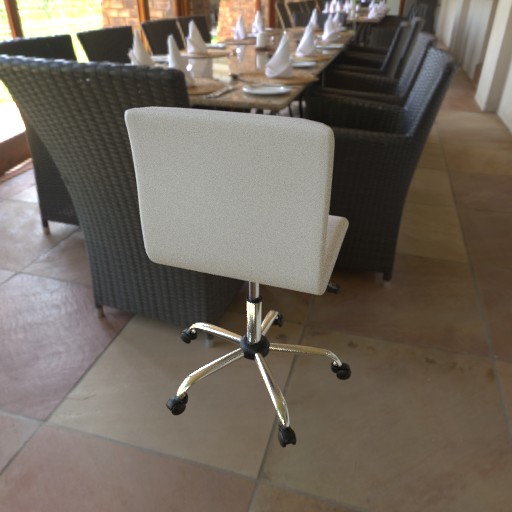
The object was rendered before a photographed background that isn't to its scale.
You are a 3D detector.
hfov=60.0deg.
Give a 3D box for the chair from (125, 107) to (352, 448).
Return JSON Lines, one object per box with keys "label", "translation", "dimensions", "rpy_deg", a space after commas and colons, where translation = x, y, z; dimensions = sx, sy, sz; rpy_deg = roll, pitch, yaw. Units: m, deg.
{"label": "chair", "translation": [0.000, 0.000, 1.069], "dimensions": [0.520, 0.750, 0.455], "rpy_deg": [10, 32, 17]}
